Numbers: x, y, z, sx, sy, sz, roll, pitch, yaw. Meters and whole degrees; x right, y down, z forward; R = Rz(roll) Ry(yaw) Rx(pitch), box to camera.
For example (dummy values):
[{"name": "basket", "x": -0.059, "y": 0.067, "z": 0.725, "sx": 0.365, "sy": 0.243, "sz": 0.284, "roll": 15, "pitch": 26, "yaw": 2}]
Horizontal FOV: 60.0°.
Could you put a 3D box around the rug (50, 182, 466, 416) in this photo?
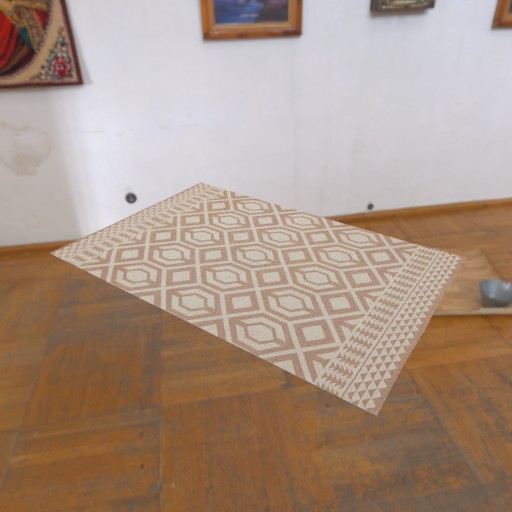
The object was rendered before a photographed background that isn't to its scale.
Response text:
[{"name": "rug", "x": 0.000, "y": 0.000, "z": 2.342, "sx": 1.829, "sy": 0.008, "sz": 1.219, "roll": 20, "pitch": 36, "yaw": 29}]
